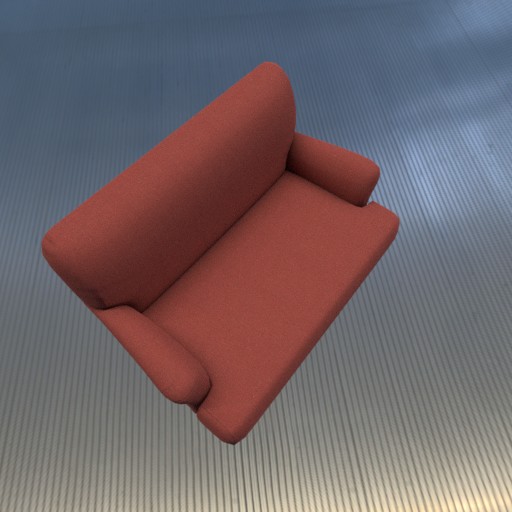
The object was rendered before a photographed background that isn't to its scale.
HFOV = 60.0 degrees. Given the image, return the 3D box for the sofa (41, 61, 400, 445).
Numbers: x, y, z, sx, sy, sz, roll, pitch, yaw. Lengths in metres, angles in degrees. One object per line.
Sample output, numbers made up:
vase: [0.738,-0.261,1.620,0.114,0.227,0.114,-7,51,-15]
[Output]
sofa: [0.000,0.000,1.822,0.779,0.889,1.297,34,64,19]
